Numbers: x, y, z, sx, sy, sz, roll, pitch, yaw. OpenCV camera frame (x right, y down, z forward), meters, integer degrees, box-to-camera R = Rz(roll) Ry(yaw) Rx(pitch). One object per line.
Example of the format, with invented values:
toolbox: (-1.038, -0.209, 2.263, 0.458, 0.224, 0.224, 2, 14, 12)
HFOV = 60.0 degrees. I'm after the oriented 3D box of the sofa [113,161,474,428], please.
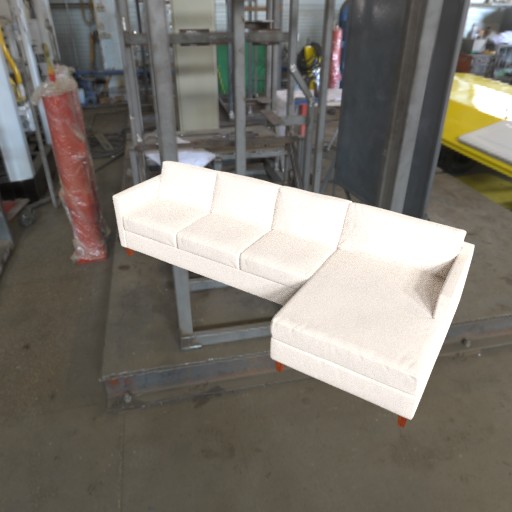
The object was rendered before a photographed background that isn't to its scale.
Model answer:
sofa: (0.000, 0.000, 4.147, 3.471, 0.954, 1.606, 18, 35, 27)
